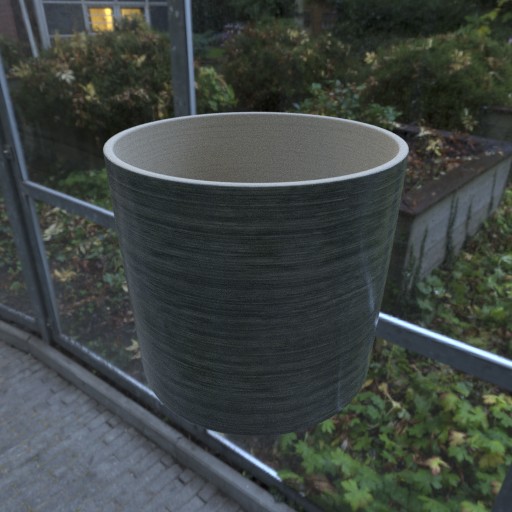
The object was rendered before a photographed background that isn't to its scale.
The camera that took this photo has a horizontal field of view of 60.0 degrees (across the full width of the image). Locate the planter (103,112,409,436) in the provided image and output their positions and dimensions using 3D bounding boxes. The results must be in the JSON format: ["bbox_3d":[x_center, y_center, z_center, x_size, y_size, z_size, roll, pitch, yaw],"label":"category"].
[{"bbox_3d":[0.000,0.000,0.382,0.221,0.201,0.221,0,28,0],"label":"planter"}]
